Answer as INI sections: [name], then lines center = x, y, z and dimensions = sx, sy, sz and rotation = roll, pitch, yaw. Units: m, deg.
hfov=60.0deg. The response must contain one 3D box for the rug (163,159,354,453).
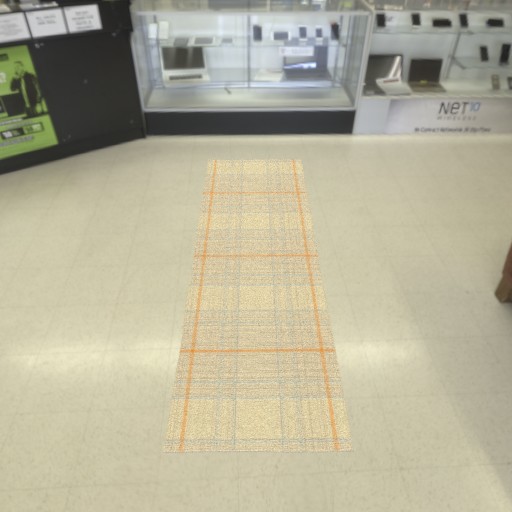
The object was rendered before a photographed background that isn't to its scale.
[rug]
center = 0.000, 0.000, 2.714
dimensions = 0.770, 0.016, 2.442
rotation = 0, 40, 0
